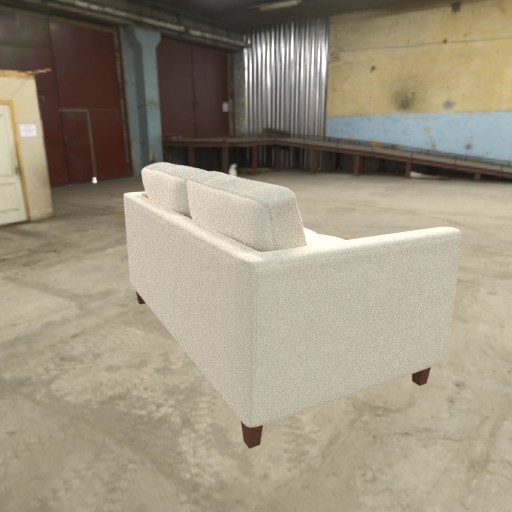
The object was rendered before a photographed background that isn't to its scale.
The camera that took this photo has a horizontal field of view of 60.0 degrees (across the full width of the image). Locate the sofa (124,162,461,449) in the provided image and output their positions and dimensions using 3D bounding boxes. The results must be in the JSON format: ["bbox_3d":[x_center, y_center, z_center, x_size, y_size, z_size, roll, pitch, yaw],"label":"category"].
[{"bbox_3d":[0.000,0.000,2.260,0.964,0.888,1.702,-8,18,-27],"label":"sofa"}]
